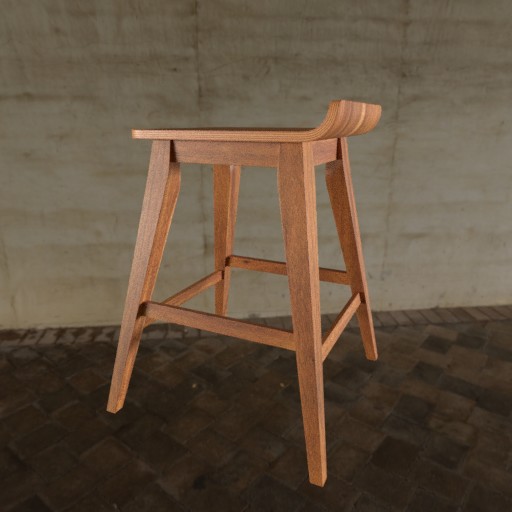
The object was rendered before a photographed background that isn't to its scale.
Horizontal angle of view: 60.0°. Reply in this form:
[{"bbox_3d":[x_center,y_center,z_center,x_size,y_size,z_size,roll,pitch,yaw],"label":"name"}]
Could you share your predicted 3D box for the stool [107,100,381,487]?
[{"bbox_3d":[0.000,0.000,1.006,0.500,0.650,0.500,8,19,24],"label":"stool"}]
